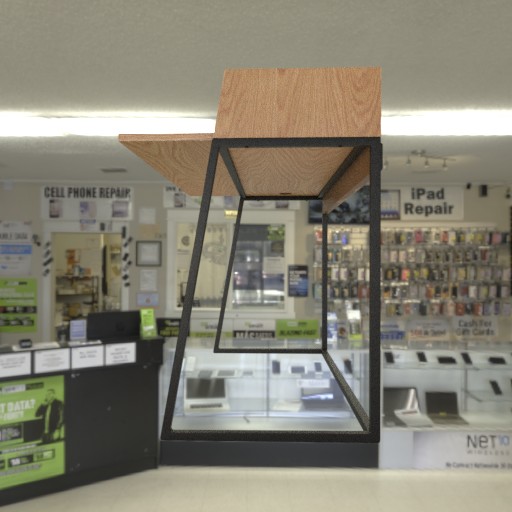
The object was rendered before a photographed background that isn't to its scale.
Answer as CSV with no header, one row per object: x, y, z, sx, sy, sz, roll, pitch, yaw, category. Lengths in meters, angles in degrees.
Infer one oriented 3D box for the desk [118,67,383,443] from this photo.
0.000,0.000,1.855,0.769,1.061,1.191,0,0,2,desk
